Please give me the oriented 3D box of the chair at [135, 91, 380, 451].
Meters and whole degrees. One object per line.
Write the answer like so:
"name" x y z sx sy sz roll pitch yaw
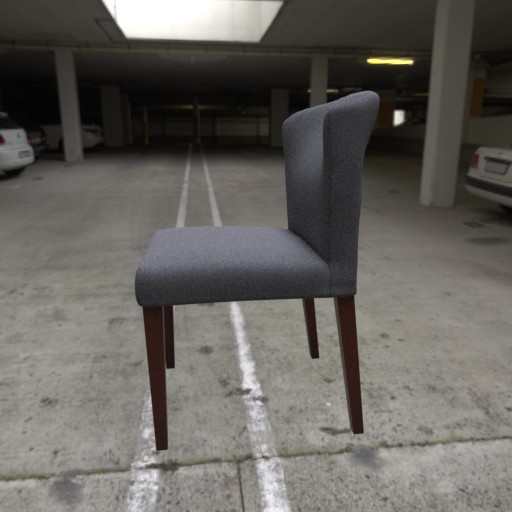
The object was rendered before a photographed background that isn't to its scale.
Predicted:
"chair" 0.000 0.000 1.204 0.592 0.839 0.491 -2 14 -8
